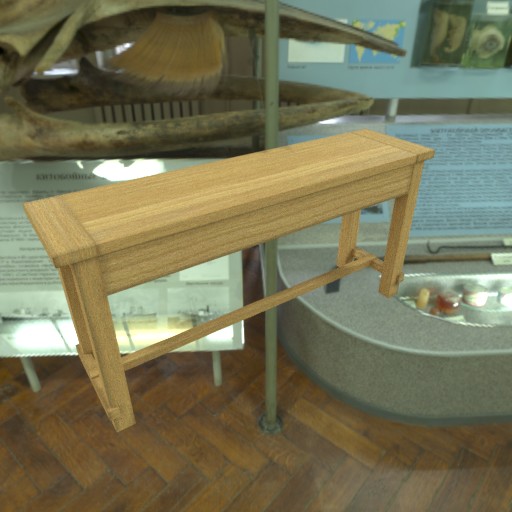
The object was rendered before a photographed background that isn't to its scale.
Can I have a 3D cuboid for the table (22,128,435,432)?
[{"bbox_3d":[0.000,0.000,1.902,1.599,0.762,0.442,-19,36,-29],"label":"table"}]
